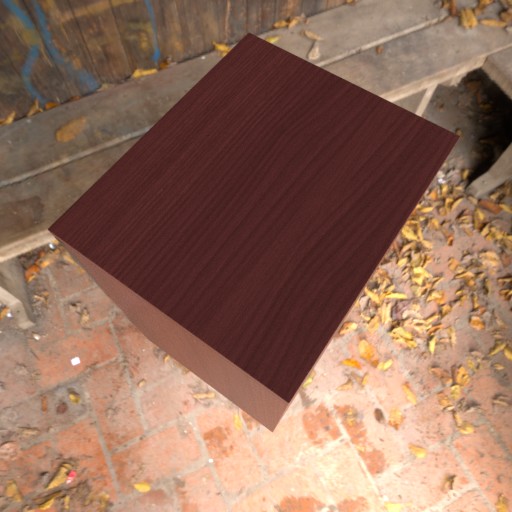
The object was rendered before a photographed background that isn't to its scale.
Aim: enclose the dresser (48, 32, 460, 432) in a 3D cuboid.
[{"bbox_3d":[0.000,0.000,0.756,0.360,0.470,0.400,33,69,14],"label":"dresser"}]
